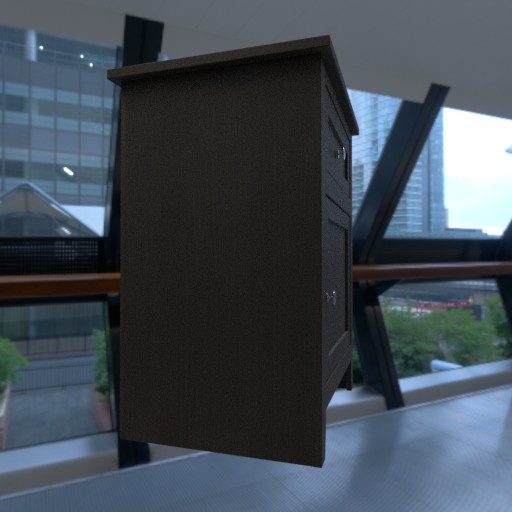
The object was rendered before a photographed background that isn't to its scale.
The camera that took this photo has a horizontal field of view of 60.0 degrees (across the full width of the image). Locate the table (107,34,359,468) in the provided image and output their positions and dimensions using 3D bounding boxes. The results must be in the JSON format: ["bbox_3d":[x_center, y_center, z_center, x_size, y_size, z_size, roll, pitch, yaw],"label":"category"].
[{"bbox_3d":[0.000,0.000,0.924,0.381,0.635,0.480,0,-1,18],"label":"table"}]
